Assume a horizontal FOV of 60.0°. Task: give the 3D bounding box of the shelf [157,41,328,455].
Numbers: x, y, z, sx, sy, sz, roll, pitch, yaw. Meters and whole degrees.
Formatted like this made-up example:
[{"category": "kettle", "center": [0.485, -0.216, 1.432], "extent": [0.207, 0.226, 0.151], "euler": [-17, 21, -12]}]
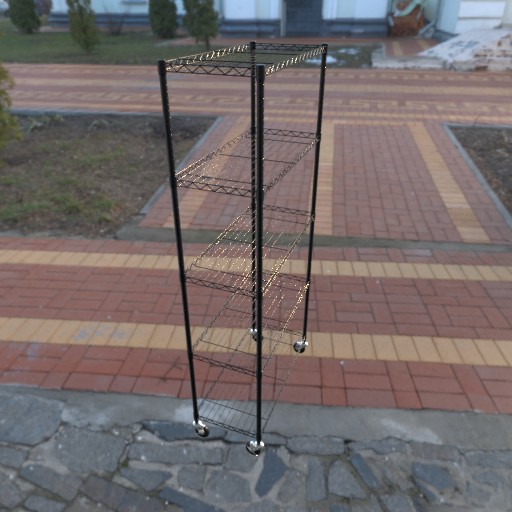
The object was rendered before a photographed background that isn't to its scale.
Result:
[{"category": "shelf", "center": [0.000, 0.000, 1.945], "extent": [0.356, 1.645, 0.762], "euler": [11, 32, 18]}]
